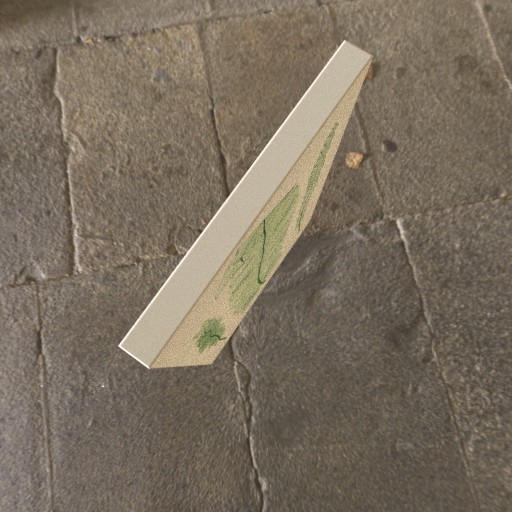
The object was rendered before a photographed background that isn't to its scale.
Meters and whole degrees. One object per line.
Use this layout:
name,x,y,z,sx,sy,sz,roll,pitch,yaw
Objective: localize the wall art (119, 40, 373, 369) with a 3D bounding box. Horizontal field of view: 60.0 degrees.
wall art,0.000,0.000,0.763,0.038,0.608,0.418,34,79,7
